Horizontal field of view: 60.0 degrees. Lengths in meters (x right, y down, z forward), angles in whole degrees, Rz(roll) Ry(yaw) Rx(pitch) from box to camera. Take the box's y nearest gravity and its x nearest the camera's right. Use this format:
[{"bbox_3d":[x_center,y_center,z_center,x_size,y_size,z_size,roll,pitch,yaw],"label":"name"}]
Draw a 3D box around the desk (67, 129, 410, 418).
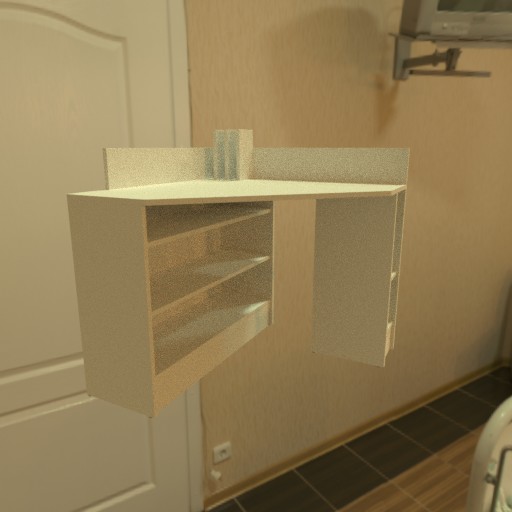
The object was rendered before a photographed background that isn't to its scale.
[{"bbox_3d":[0.000,0.000,1.739,0.940,0.986,0.940,7,16,27],"label":"desk"}]
